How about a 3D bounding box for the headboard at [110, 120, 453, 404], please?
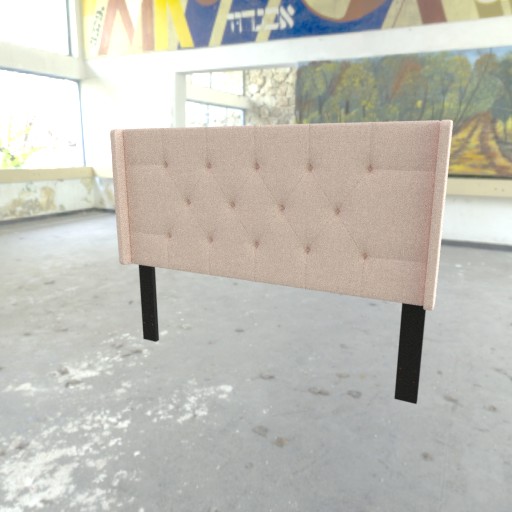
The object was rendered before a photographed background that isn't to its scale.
[{"bbox_3d":[0.000,0.000,2.691,2.051,1.524,0.184,7,15,26],"label":"headboard"}]
